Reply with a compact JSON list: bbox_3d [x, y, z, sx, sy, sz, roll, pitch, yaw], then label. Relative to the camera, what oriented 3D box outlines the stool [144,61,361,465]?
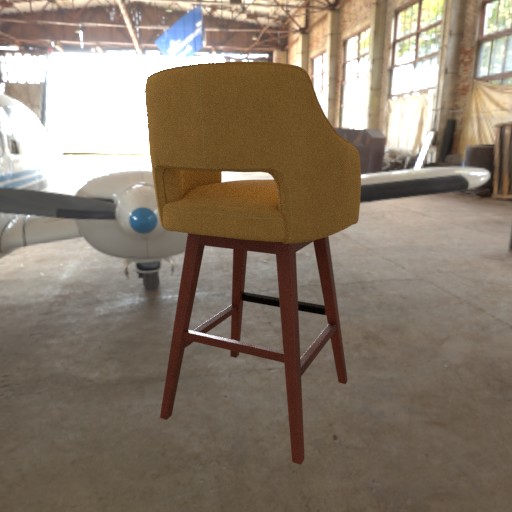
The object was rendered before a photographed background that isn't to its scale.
[{"bbox_3d":[0.000,0.000,1.341,0.548,1.012,0.558,7,17,25],"label":"stool"}]
